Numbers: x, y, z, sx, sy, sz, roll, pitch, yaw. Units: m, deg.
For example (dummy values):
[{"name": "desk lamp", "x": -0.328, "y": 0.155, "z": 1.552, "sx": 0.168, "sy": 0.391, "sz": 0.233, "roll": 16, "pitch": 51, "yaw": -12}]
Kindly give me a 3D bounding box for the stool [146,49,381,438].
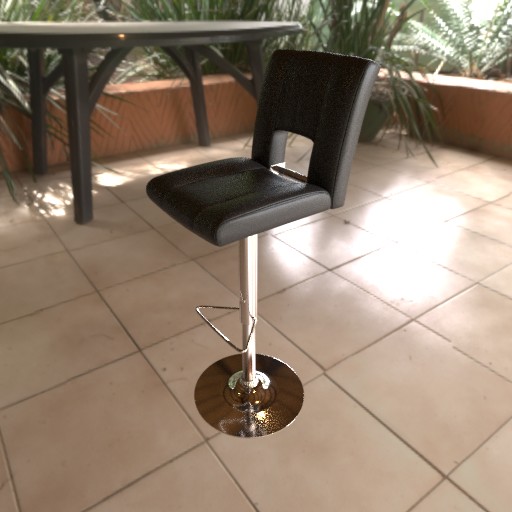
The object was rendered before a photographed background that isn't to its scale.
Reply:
[{"name": "stool", "x": 0.000, "y": 0.000, "z": 1.396, "sx": 0.520, "sy": 1.151, "sz": 0.415, "roll": -20, "pitch": 35, "yaw": -31}]
